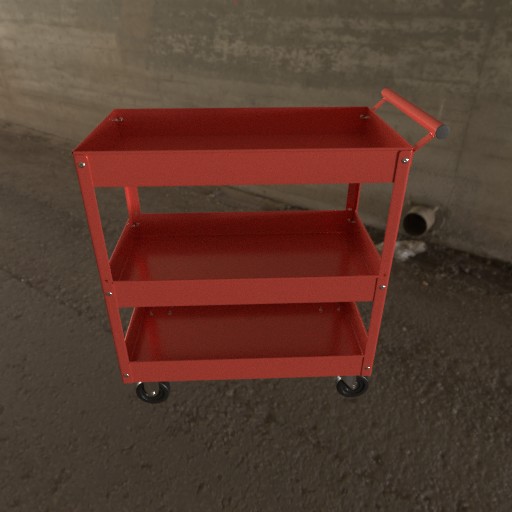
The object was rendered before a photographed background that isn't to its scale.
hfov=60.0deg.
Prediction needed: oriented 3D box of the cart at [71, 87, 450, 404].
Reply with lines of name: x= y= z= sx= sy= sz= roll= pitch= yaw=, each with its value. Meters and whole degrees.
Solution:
cart: x=0.000 y=0.000 z=1.178 sx=0.719 sy=0.780 sz=0.366 roll=-1 pitch=31 yaw=-2
